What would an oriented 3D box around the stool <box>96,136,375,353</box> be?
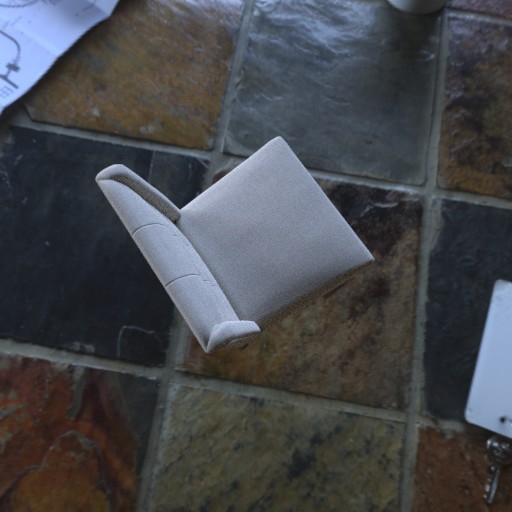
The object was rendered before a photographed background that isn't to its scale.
[{"bbox_3d":[0.000,0.000,1.422,0.509,1.116,0.474,-34,79,-8],"label":"stool"}]
